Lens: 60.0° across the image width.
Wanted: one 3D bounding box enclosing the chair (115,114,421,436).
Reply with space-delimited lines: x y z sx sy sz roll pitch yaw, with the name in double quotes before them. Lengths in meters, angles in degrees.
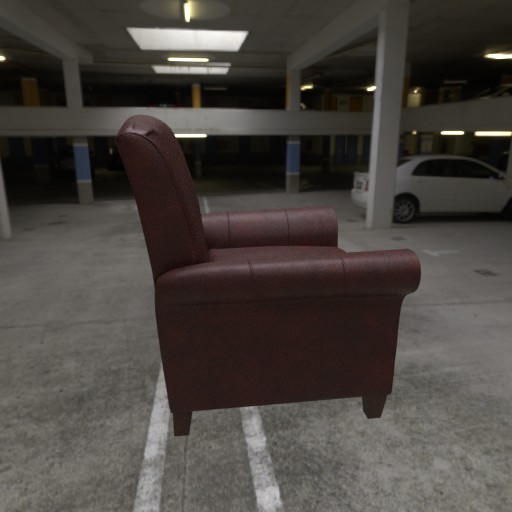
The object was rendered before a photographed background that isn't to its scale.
"chair" 0.000 0.000 1.753 0.902 1.061 0.978 -2 16 -7
